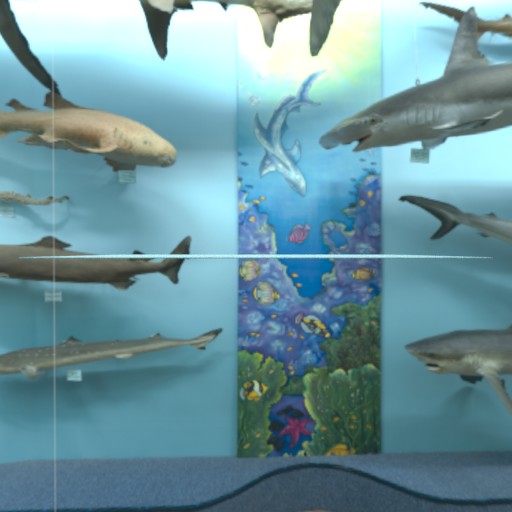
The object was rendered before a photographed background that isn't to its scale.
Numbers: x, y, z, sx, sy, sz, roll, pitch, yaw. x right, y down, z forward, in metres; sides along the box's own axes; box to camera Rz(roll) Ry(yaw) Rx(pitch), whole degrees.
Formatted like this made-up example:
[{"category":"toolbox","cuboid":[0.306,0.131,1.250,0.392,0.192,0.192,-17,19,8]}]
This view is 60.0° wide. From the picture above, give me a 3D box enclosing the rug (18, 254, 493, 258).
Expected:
[{"category":"rug","cuboid":[0.000,0.000,3.695,2.895,0.006,1.982,0,1,1]}]
